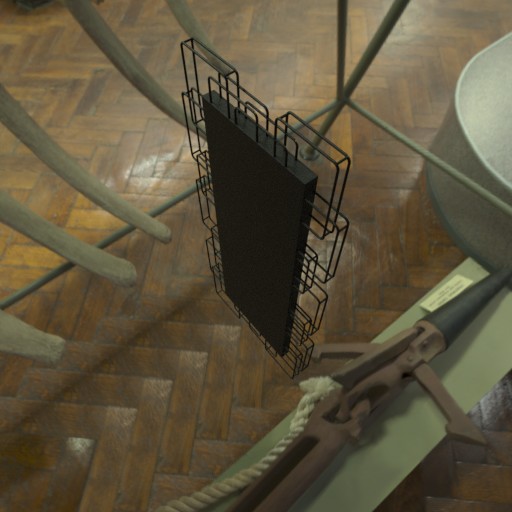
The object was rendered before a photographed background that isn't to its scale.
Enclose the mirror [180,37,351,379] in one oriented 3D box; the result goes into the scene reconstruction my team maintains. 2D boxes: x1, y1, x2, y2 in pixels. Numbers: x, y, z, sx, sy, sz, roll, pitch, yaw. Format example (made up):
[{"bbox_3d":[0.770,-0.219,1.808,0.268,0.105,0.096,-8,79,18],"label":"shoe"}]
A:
[{"bbox_3d":[0.000,0.000,1.380,0.037,1.192,0.565,-34,63,-20],"label":"mirror"}]
